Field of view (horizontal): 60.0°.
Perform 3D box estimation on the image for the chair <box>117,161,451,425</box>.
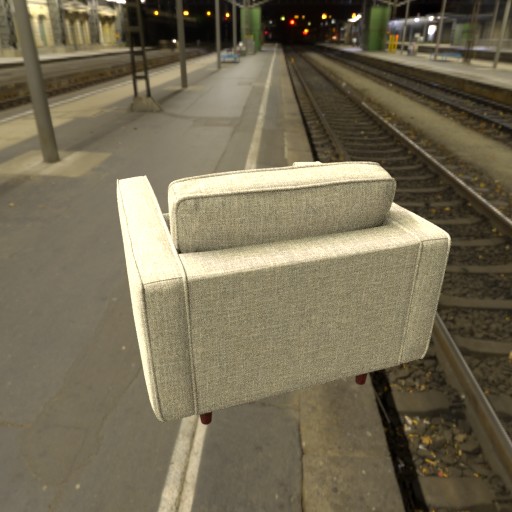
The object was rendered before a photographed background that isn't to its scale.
[{"bbox_3d":[0.000,0.000,1.584,0.889,0.765,0.914,-9,28,-17],"label":"chair"}]
